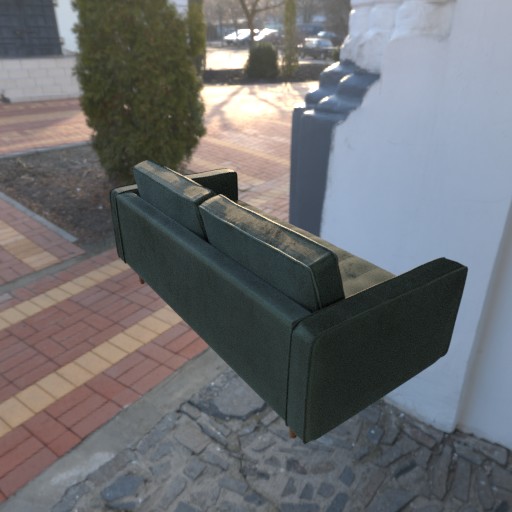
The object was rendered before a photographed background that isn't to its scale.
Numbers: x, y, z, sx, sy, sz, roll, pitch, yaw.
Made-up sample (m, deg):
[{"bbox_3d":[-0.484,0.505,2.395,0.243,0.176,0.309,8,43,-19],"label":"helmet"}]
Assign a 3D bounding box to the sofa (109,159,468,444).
[{"bbox_3d":[0.000,0.000,2.296,0.886,0.781,1.816,-18,32,-32],"label":"sofa"}]
